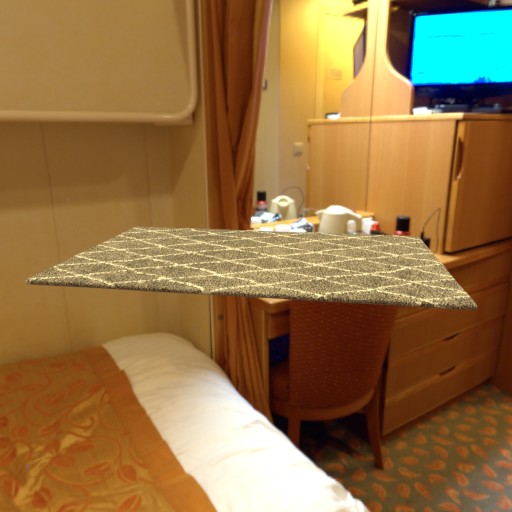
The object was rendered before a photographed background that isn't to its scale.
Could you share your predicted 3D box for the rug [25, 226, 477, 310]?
[{"bbox_3d":[0.000,0.000,3.066,2.438,0.030,1.524,2,16,9],"label":"rug"}]
